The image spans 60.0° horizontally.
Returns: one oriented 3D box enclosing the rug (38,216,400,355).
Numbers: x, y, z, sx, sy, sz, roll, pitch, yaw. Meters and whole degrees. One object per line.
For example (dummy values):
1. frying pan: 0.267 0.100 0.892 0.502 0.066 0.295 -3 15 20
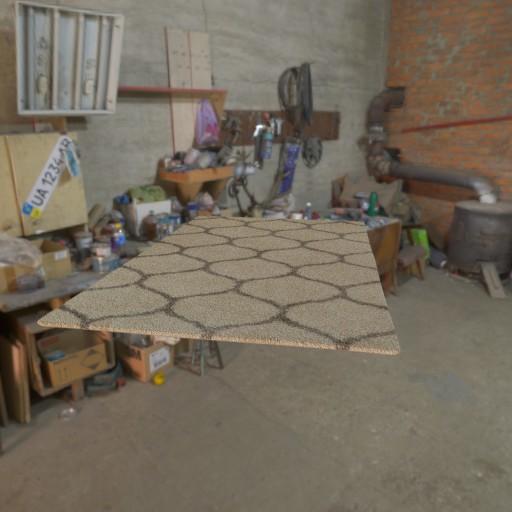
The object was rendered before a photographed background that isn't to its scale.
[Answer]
1. rug: 0.000 0.000 2.871 1.501 0.024 2.348 3 17 10
